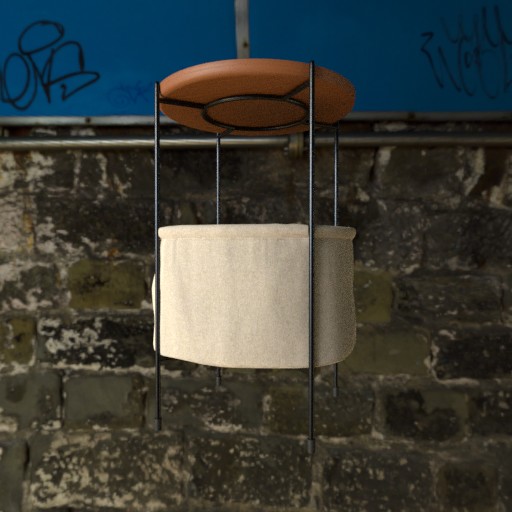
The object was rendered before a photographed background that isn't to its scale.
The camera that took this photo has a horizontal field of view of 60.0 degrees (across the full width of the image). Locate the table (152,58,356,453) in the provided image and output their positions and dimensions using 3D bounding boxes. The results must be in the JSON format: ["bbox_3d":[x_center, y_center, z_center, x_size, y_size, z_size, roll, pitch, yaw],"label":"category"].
[{"bbox_3d":[0.000,0.000,0.884,0.393,0.623,0.393,0,1,18],"label":"table"}]
